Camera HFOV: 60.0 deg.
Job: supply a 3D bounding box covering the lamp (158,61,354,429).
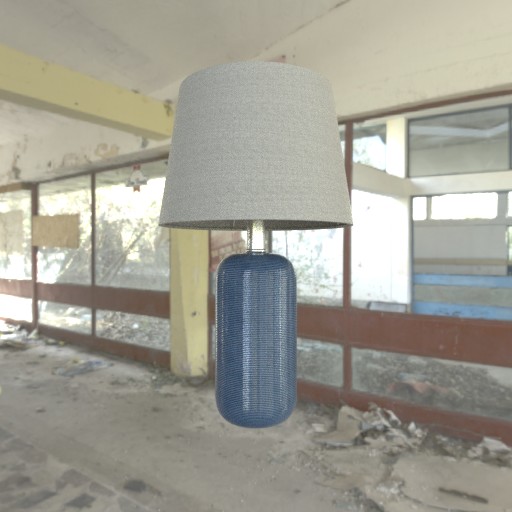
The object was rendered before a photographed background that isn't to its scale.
[{"bbox_3d":[0.000,0.000,0.587,0.253,0.428,0.253,0,1,0],"label":"lamp"}]
